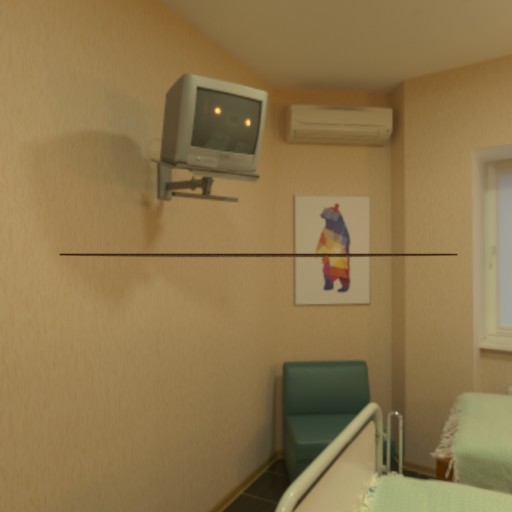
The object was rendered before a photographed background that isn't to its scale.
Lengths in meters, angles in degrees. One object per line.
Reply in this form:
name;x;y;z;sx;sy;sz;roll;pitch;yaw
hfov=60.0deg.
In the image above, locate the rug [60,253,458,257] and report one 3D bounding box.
rug;0.000;0.000;4.247;2.381;0.013;3.197;0;0;-1
